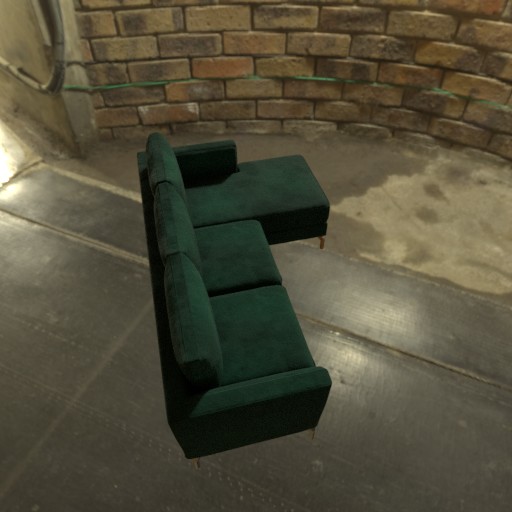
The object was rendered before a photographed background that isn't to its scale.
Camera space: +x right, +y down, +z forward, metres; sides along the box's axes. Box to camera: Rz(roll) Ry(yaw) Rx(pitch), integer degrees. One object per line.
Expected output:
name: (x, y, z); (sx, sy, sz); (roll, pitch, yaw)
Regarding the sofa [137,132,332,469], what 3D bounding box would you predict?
sofa: (0.000, 0.000, 3.240); (1.489, 1.007, 2.441); (-10, 47, -10)
